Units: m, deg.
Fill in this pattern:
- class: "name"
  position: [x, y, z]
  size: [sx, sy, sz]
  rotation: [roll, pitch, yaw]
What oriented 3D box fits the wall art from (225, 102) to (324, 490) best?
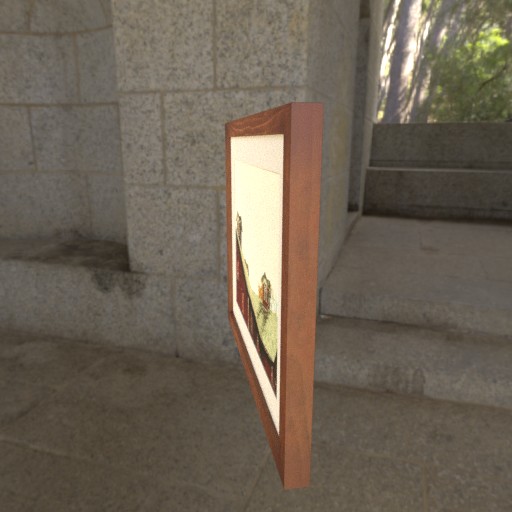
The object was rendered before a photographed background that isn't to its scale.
- class: "wall art"
  position: [0.000, 0.000, 0.762]
  size: [0.033, 0.457, 0.558]
  rotation: [-3, 15, -10]
